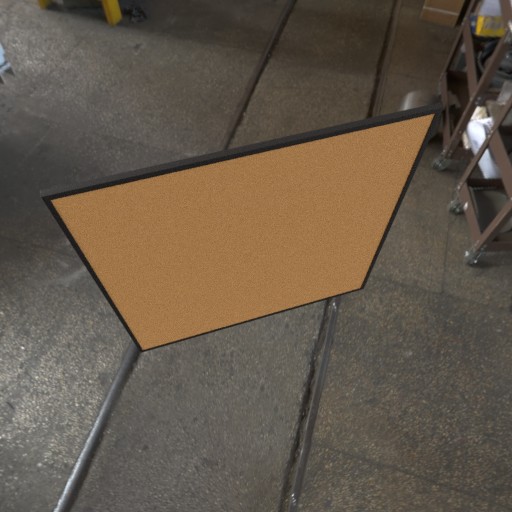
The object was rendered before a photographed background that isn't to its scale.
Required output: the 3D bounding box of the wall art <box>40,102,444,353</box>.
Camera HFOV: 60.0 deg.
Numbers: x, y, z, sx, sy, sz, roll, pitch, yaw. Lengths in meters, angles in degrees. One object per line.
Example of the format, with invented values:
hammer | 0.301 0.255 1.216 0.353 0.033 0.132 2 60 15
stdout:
wall art | 0.000 0.000 0.986 0.664 0.663 0.015 -15 59 -9
